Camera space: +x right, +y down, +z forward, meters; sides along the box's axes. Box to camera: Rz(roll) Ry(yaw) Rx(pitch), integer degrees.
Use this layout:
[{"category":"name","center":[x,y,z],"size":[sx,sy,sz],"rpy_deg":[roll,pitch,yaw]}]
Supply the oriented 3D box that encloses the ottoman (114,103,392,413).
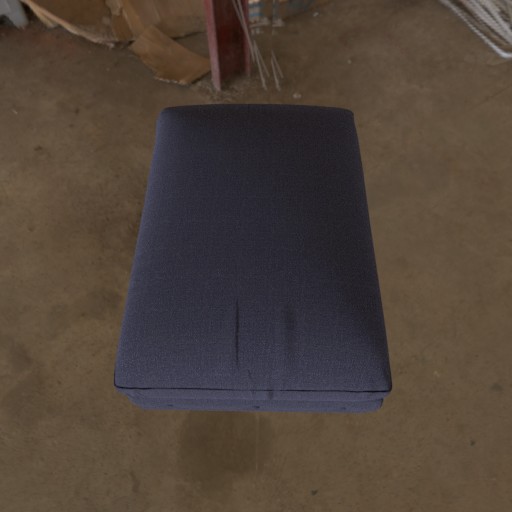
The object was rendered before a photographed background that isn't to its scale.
[{"category":"ottoman","center":[0.000,0.000,1.147],"size":[0.558,0.486,0.767],"rpy_deg":[1,59,1]}]
